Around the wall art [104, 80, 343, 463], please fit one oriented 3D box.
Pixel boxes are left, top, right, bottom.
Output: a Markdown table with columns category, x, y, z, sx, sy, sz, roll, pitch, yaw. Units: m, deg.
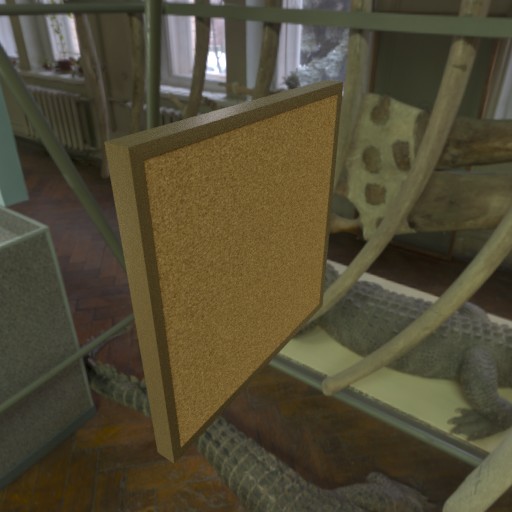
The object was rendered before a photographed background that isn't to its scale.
| category | x | y | z | sx | sy | sz | roll | pitch | yaw |
| --- | --- | --- | --- | --- | --- | --- | --- | --- | --- |
| wall art | 0.000 | 0.000 | 0.768 | 0.037 | 0.509 | 0.510 | 19 | 35 | 30 |
